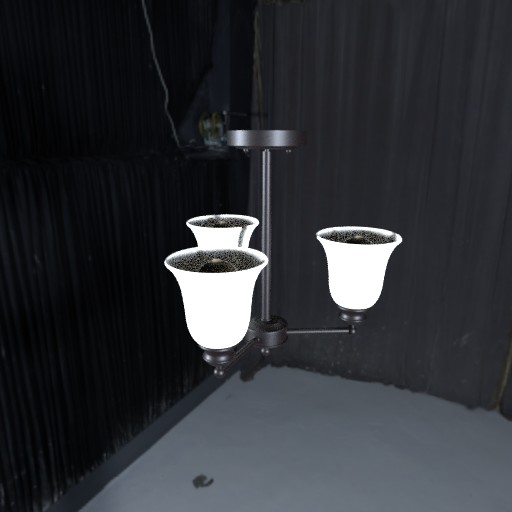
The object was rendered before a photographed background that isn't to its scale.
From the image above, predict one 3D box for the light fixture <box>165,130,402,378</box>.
[{"bbox_3d":[0.000,0.000,0.679,0.388,0.370,0.354,8,17,27],"label":"light fixture"}]
